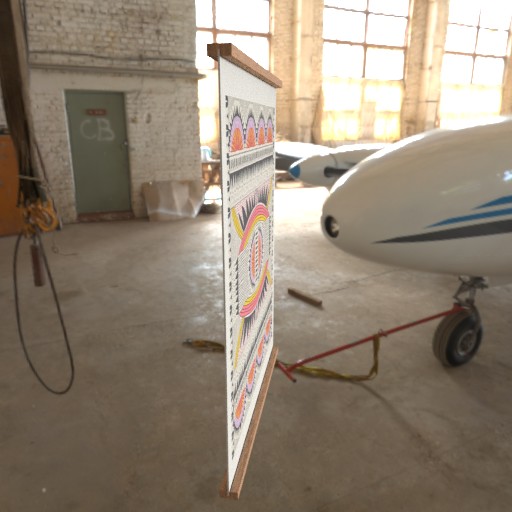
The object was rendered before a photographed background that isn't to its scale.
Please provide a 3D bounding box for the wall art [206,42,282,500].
[{"bbox_3d":[0.000,0.000,0.776,0.028,0.609,0.456,3,17,10],"label":"wall art"}]
